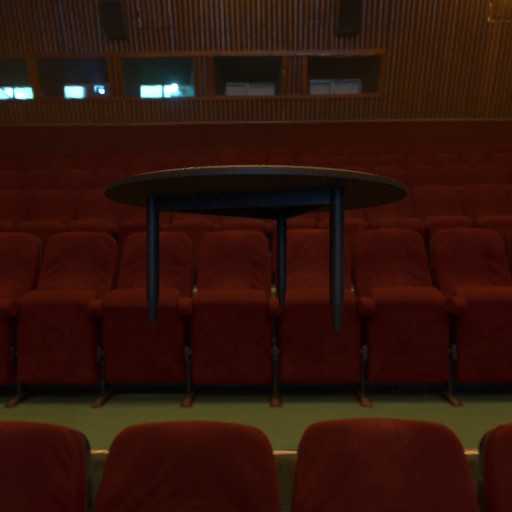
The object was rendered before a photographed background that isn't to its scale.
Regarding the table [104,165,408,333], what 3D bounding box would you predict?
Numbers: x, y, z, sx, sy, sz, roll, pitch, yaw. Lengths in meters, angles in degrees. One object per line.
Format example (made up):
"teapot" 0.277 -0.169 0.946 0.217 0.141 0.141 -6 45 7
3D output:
"table" 0.000 0.000 1.390 0.900 0.400 0.900 0 0 0
